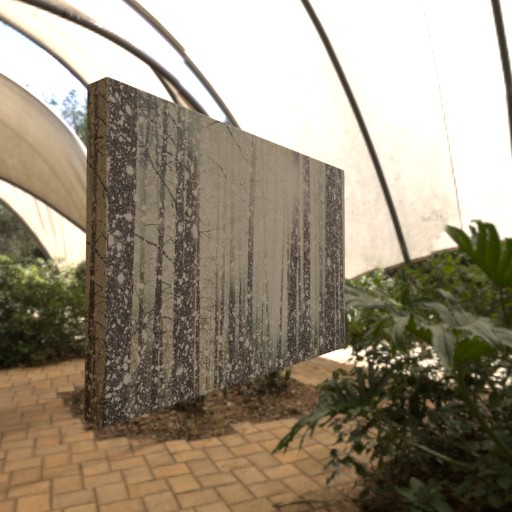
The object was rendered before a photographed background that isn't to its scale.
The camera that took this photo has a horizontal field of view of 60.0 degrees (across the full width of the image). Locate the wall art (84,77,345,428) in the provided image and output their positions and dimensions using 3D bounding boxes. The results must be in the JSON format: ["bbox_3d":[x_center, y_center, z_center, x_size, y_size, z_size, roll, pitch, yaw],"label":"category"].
[{"bbox_3d":[0.000,0.000,0.758,0.042,0.398,0.618,-1,-2,37],"label":"wall art"}]
